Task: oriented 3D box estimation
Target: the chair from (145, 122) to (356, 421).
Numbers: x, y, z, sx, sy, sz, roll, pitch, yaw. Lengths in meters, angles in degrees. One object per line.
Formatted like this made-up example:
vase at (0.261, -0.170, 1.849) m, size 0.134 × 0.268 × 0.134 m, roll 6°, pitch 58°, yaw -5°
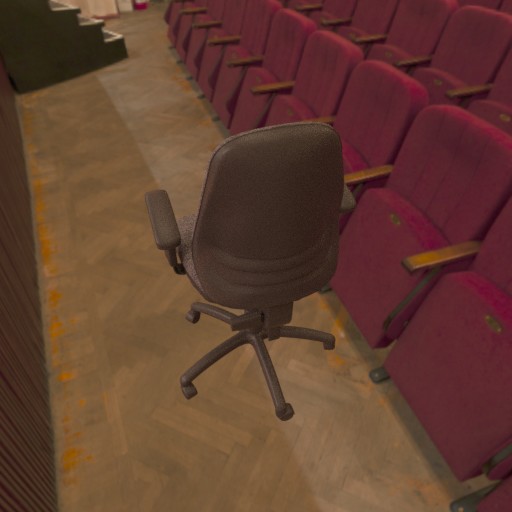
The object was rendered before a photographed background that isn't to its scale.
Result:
chair at (0.000, 0.000, 1.238) m, size 0.550 × 0.910 × 0.530 m, roll -12°, pitch 43°, yaw -14°
